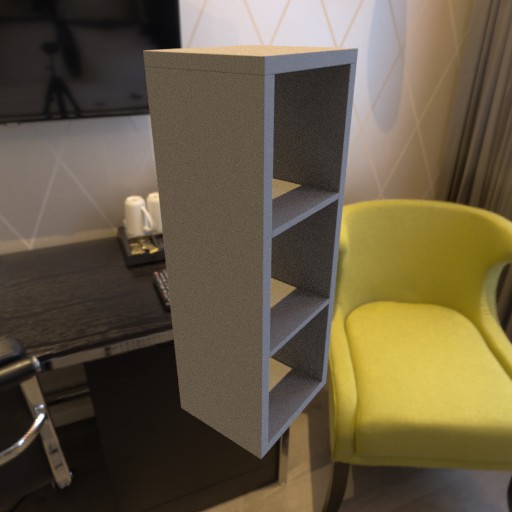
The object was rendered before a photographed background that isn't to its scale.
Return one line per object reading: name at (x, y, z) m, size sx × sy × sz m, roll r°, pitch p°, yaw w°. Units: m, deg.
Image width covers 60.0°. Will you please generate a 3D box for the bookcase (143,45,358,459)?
bookcase at (0.000, 0.000, 1.277) m, size 0.330 × 1.080 × 0.390 m, roll 19°, pitch 33°, yaw 32°
